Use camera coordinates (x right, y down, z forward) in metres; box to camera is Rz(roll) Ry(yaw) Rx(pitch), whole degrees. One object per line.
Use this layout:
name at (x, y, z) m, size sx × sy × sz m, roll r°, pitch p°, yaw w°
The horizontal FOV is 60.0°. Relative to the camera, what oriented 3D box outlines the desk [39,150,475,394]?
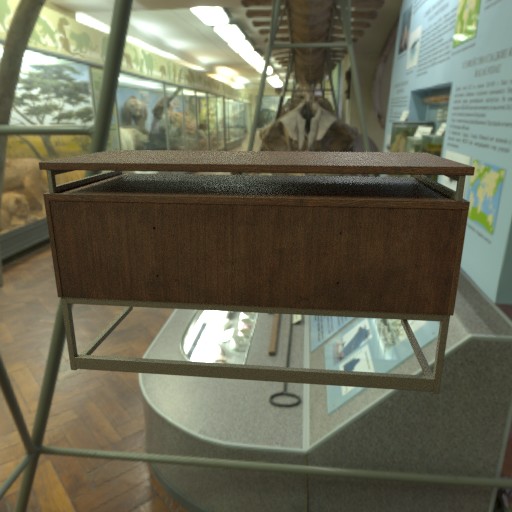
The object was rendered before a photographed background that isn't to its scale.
desk at (0.000, 0.000, 1.802) m, size 1.384 × 0.792 × 0.610 m, roll 2°, pitch 17°, yaw 6°
